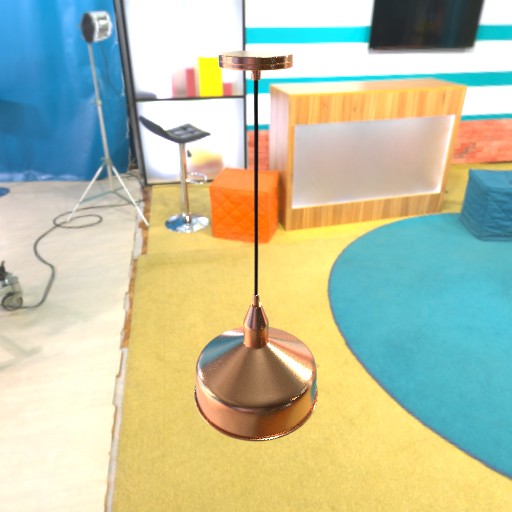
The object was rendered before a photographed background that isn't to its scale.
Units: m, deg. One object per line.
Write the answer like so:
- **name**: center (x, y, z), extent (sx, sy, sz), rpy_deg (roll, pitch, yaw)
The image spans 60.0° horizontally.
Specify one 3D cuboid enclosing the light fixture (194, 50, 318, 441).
- **light fixture**: center (0.000, 0.000, 0.904), extent (0.301, 0.754, 0.301), rpy_deg (23, 36, 35)
